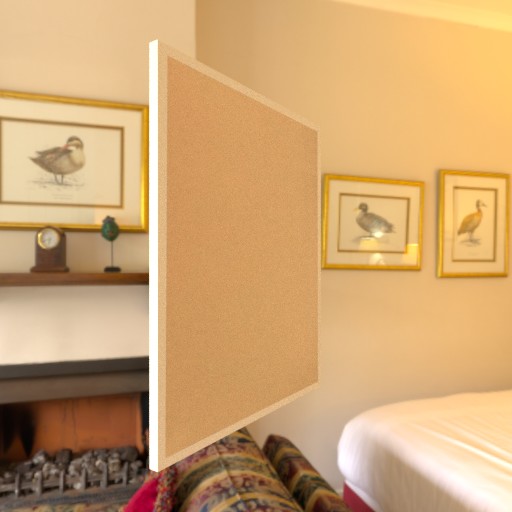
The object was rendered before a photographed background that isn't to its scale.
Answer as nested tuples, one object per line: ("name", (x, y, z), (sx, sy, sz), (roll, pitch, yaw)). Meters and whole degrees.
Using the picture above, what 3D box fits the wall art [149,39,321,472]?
("wall art", (0.000, 0.000, 0.627), (0.013, 0.456, 0.382), (0, 0, 35))
